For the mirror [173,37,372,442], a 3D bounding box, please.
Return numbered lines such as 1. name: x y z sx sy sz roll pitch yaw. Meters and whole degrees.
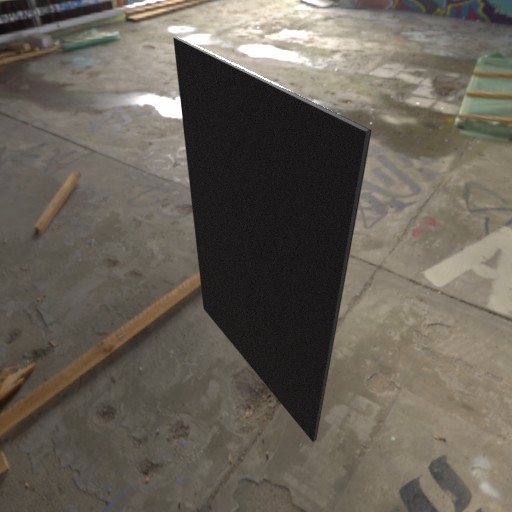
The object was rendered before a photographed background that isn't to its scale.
1. mirror: 0.000 0.000 1.134 0.039 0.914 0.613 -24 46 -26
